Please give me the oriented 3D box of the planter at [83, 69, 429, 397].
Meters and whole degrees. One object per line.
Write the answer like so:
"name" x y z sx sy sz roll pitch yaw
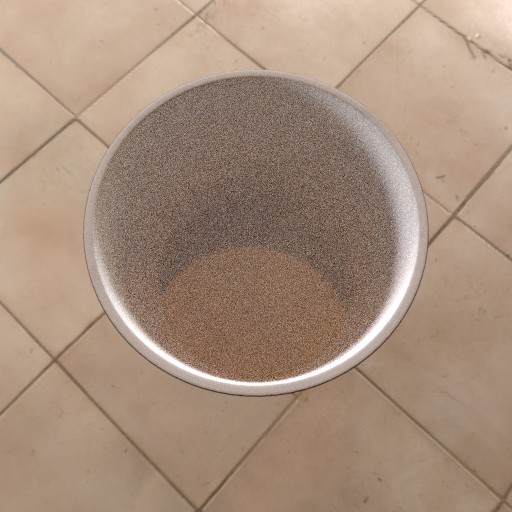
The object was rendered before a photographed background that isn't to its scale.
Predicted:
"planter" 0.000 0.000 0.305 0.178 0.157 0.178 0 75 0
